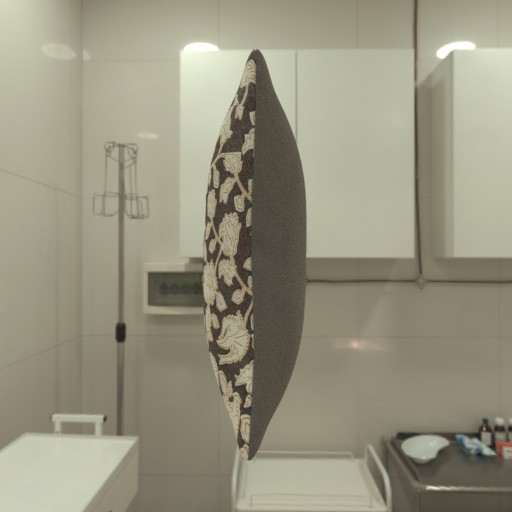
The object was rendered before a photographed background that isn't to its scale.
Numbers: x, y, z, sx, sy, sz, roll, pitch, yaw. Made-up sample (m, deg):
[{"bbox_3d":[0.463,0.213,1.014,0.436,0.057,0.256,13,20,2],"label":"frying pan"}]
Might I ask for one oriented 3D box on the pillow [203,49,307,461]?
[{"bbox_3d":[0.000,0.000,0.804,0.166,0.507,0.526,0,-1,1],"label":"pillow"}]
